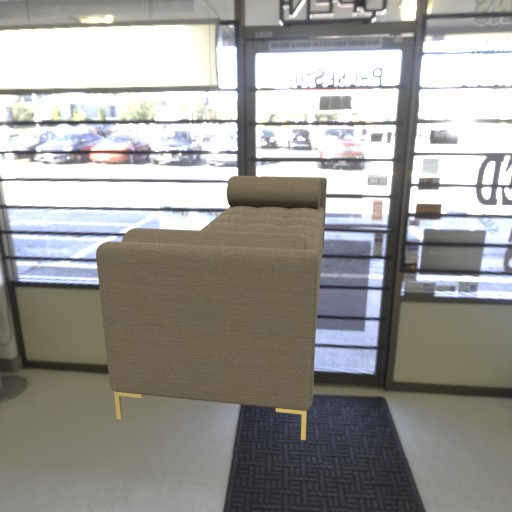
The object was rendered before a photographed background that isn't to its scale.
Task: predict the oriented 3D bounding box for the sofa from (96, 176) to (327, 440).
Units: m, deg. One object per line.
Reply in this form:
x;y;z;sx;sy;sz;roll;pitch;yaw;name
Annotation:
0.000;0.000;2.323;0.686;0.635;1.981;3;17;9;sofa
